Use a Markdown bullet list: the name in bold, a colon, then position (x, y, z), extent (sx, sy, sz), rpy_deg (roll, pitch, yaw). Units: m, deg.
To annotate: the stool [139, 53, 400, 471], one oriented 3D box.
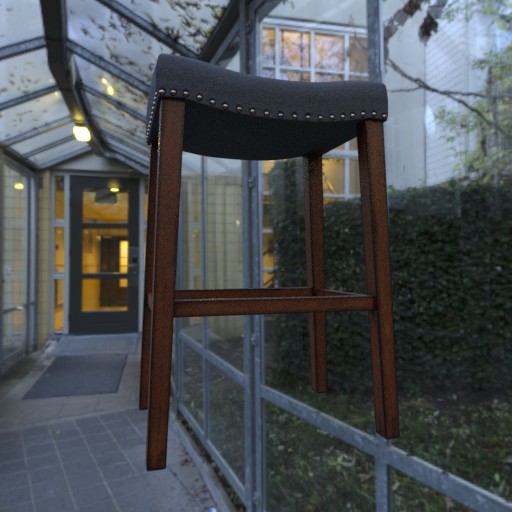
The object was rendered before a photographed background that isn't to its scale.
- **stool**: position (0.000, 0.000, 1.011), extent (0.502, 0.748, 0.366), rpy_deg (0, -1, -17)
